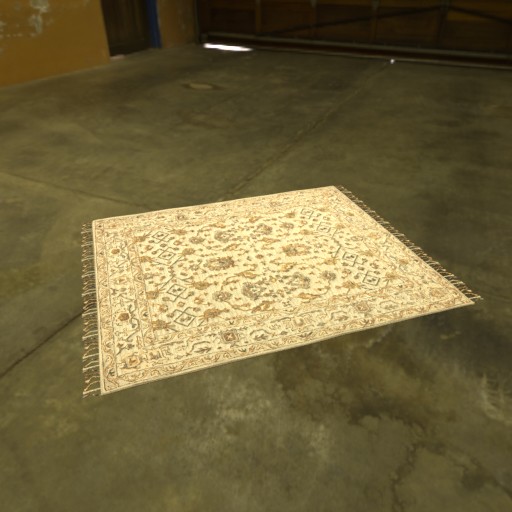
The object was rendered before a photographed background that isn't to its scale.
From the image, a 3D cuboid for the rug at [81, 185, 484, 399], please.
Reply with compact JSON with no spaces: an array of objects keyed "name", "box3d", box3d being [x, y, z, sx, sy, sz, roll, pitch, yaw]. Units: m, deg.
[{"name":"rug","box3d":[0.000,0.000,4.087,3.061,0.034,2.426,-10,34,-16]}]
